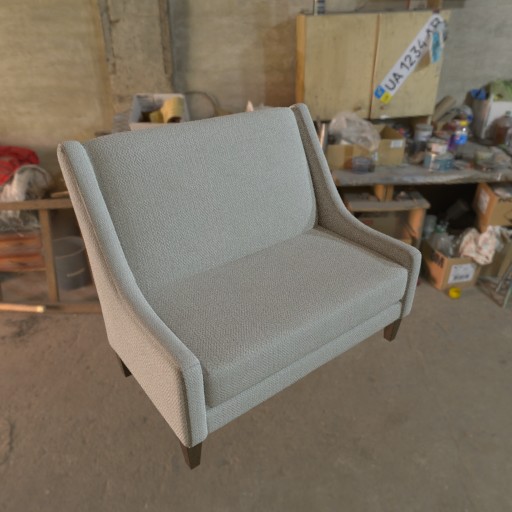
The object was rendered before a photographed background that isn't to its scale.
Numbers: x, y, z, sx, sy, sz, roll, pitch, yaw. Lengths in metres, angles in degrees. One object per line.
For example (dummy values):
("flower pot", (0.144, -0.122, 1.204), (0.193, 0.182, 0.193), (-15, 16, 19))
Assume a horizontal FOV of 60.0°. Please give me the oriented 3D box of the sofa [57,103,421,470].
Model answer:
("sofa", (0.000, 0.000, 1.903), (1.242, 1.022, 0.870), (-21, 36, -32))
